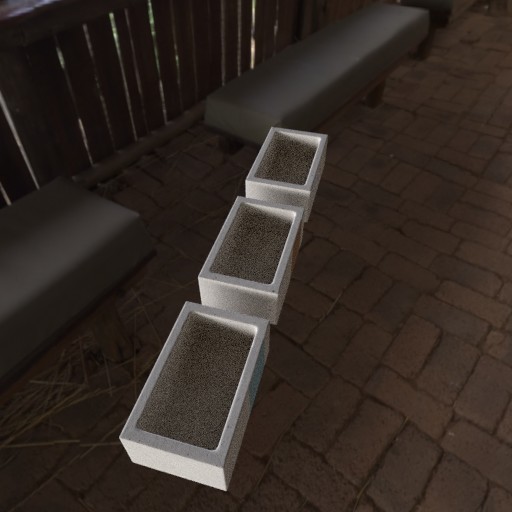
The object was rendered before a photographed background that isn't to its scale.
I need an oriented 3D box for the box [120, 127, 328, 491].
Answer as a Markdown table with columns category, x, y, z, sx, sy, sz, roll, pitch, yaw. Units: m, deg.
| category | x | y | z | sx | sy | sz | roll | pitch | yaw |
| --- | --- | --- | --- | --- | --- | --- | --- | --- | --- |
| box | 0.000 | 0.000 | 0.492 | 0.082 | 0.051 | 0.461 | 11 | 47 | 11 |
